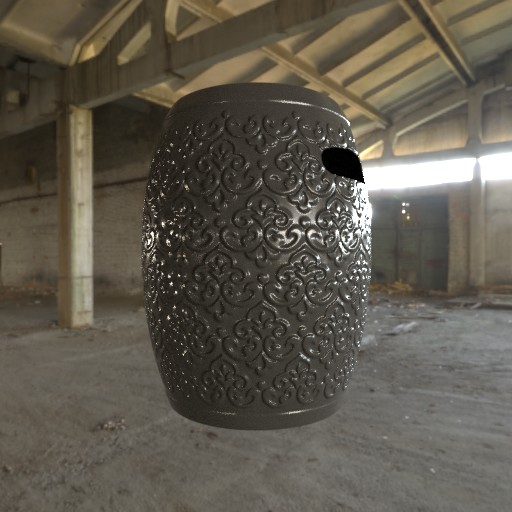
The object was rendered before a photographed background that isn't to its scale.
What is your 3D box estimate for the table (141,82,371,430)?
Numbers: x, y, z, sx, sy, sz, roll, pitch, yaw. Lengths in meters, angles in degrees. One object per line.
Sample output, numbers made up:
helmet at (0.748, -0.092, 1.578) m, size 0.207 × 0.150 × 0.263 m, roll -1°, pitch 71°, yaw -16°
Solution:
table at (0.000, 0.000, 0.614) m, size 0.309 × 0.397 × 0.309 m, roll 0°, pitch 0°, yaw 0°
